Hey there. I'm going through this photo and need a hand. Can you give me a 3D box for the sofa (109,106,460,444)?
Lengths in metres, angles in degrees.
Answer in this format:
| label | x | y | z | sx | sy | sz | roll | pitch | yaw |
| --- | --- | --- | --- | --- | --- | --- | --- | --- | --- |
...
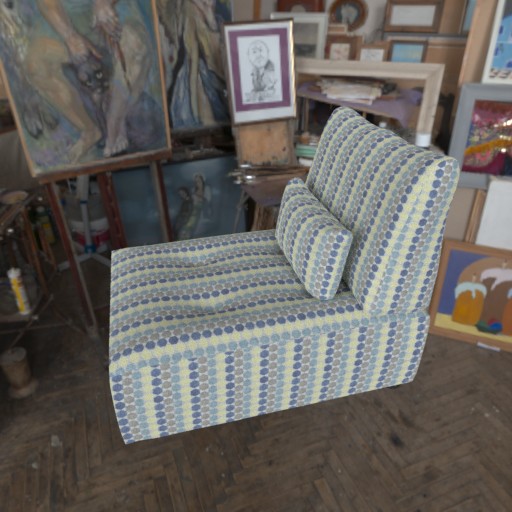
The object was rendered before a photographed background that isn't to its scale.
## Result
| label | x | y | z | sx | sy | sz | roll | pitch | yaw |
| --- | --- | --- | --- | --- | --- | --- | --- | --- | --- |
| sofa | 0.000 | 0.000 | 1.521 | 1.000 | 0.820 | 0.700 | -8 | 31 | -13 |
